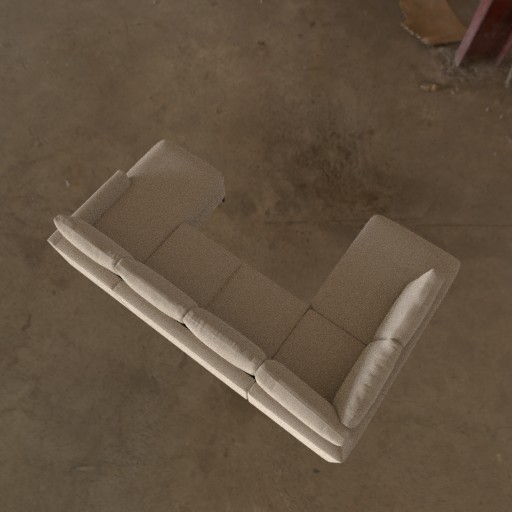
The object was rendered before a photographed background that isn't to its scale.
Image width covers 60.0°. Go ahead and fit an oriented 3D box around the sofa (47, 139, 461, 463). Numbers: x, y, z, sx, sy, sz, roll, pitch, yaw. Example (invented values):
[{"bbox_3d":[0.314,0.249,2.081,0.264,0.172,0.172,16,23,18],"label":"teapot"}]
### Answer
[{"bbox_3d":[0.000,0.000,3.870,2.984,0.862,1.989,34,70,14],"label":"sofa"}]
